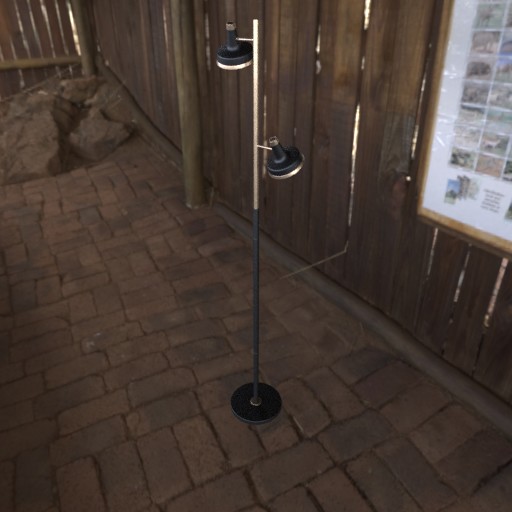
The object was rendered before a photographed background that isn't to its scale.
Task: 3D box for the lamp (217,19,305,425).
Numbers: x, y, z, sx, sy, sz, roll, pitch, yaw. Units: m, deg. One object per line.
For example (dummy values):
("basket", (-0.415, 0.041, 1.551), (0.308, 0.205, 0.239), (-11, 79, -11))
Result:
("lamp", (0.000, 0.000, 1.778), (0.351, 1.674, 0.253), (22, 36, 34))
